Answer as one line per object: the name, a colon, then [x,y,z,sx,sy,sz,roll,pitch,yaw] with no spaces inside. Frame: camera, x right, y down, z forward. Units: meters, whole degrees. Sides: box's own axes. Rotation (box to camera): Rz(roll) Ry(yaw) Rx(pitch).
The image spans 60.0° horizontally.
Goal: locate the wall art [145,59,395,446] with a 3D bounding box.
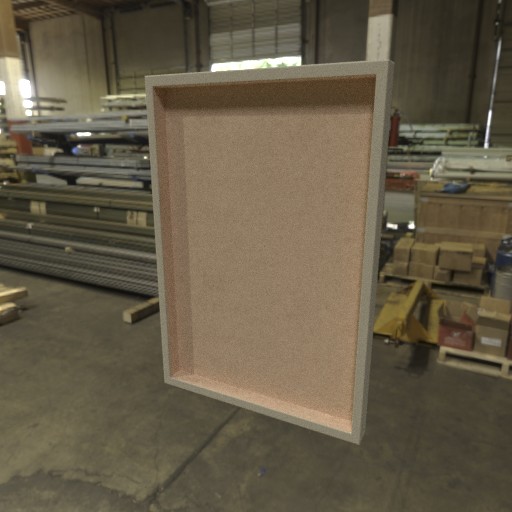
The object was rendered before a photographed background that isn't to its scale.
wall art: [0.000,0.000,0.781,0.418,0.608,0.038,8,18,26]
